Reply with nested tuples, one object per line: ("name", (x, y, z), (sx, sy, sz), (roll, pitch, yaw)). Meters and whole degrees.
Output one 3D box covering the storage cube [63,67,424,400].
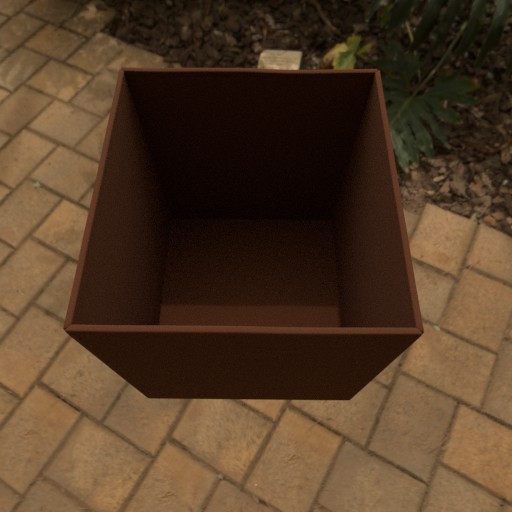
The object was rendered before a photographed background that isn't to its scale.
("storage cube", (0.000, 0.000, 0.491), (0.270, 0.280, 0.270), (0, 63, 0))
